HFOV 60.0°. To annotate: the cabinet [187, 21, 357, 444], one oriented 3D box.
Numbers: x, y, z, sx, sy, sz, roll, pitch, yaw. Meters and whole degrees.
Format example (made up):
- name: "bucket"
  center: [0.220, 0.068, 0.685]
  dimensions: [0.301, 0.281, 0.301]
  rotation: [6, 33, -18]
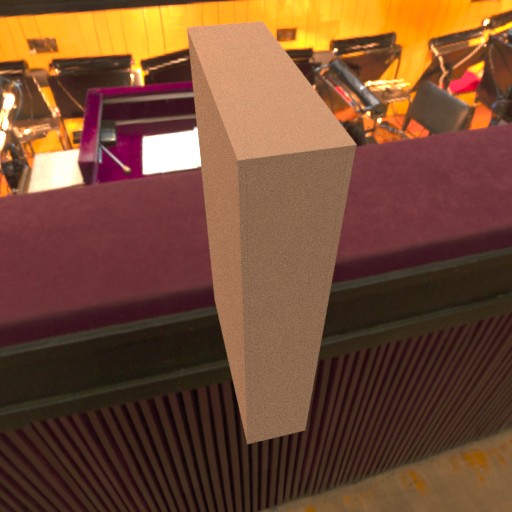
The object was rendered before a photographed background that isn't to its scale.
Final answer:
- name: "cabinet"
  center: [0.000, 0.000, 1.550]
  dimensions: [0.250, 1.280, 0.750]
  rotation: [-10, 46, -10]
